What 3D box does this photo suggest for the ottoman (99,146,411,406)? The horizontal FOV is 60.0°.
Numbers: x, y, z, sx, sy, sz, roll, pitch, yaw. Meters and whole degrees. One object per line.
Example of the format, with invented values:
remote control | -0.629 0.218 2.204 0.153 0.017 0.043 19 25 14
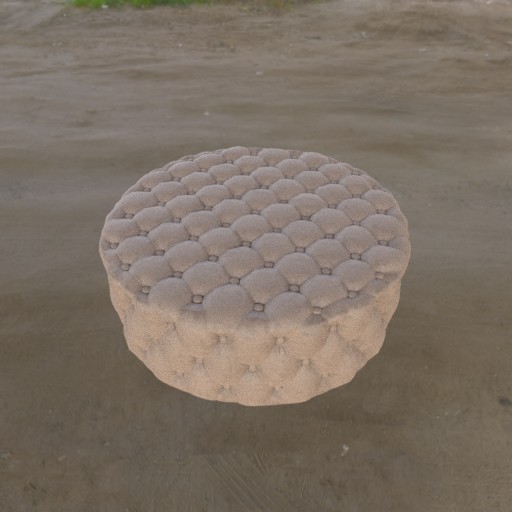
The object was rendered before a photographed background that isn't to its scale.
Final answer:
ottoman | 0.000 0.000 1.545 0.998 0.399 0.998 0 40 0
